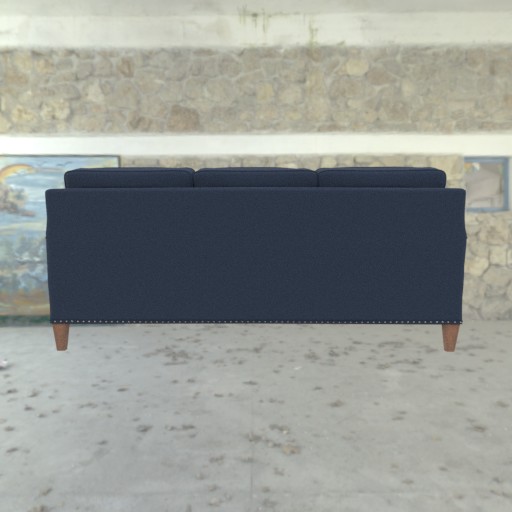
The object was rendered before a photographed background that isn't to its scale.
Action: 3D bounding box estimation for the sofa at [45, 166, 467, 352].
[{"bbox_3d":[0.000,0.000,2.800,2.246,1.003,1.084,0,2,1],"label":"sofa"}]
